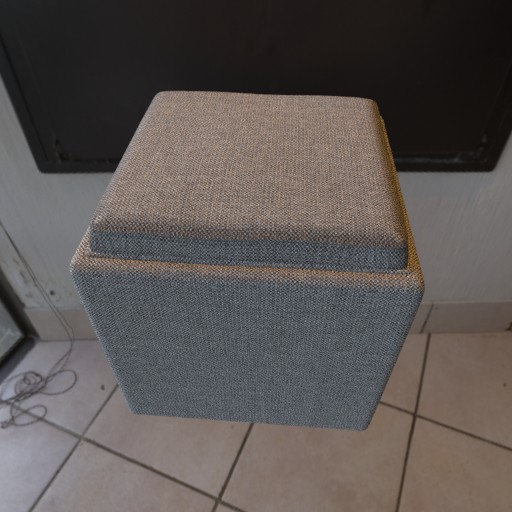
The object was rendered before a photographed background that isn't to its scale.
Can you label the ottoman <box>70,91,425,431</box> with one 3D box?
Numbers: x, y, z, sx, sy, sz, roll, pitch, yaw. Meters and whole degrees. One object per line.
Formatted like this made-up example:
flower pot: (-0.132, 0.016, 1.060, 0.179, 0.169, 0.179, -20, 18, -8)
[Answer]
ottoman: (0.000, 0.000, 0.824, 0.454, 0.487, 0.436, 3, 45, 3)
